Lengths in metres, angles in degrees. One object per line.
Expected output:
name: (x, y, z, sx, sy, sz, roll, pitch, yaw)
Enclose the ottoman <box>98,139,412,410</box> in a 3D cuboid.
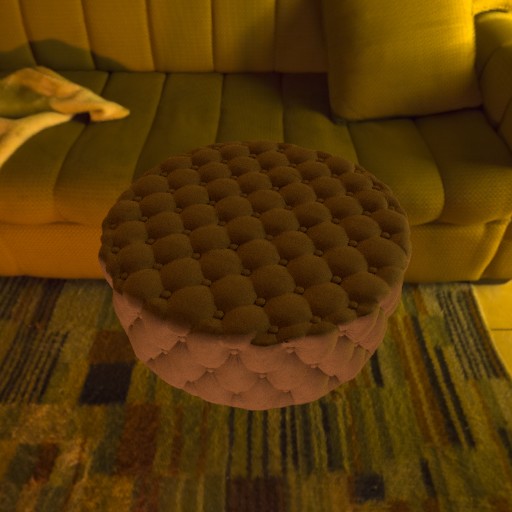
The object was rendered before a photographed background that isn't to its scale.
ottoman: (0.000, 0.000, 1.545, 0.998, 0.399, 0.998, 0, 45, 0)
